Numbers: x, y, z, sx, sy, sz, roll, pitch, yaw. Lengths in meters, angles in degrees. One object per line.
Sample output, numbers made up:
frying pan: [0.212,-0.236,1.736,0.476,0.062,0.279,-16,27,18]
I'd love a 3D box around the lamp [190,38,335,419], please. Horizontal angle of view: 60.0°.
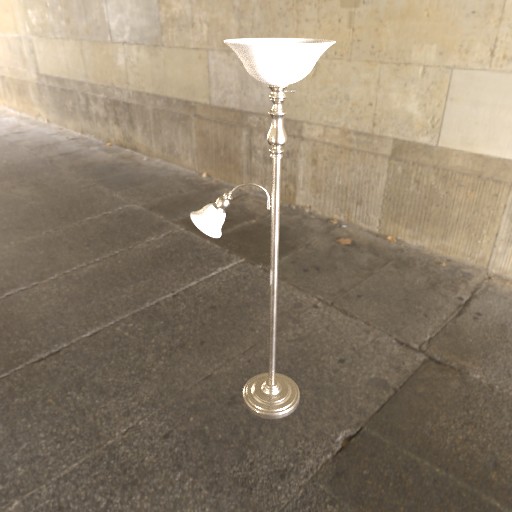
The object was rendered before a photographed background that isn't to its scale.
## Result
lamp: [0.000,0.000,2.041,0.575,1.785,0.405,0,29,0]
